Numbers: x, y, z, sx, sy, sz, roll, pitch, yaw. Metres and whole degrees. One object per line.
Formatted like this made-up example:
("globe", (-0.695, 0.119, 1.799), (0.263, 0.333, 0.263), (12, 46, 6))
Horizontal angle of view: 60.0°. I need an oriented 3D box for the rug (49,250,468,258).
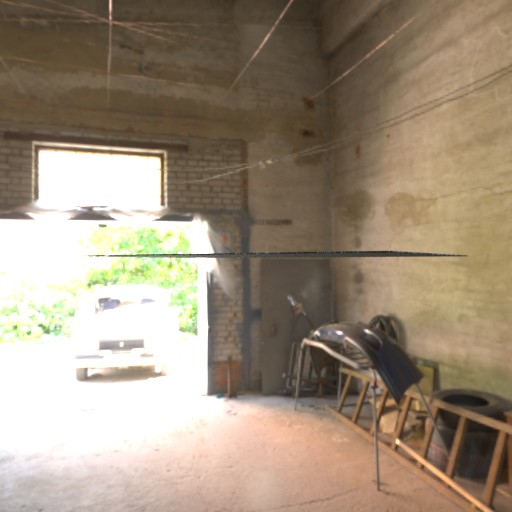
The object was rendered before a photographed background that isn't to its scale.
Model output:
("rug", (0.000, 0.000, 2.319), (1.828, 0.005, 1.219), (-1, -1, 35))
